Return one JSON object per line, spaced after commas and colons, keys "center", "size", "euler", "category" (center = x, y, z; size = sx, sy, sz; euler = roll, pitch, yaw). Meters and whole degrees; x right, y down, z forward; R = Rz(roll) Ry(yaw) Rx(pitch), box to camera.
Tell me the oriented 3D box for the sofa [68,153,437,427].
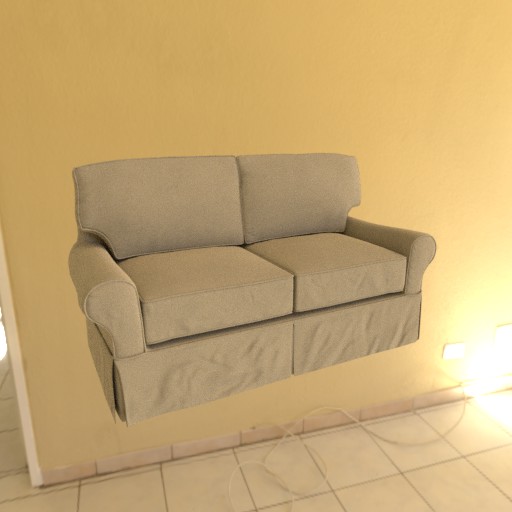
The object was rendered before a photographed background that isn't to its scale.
{"center": [0.000, 0.000, 2.343], "size": [1.823, 1.024, 0.841], "euler": [-8, 17, -26], "category": "sofa"}
